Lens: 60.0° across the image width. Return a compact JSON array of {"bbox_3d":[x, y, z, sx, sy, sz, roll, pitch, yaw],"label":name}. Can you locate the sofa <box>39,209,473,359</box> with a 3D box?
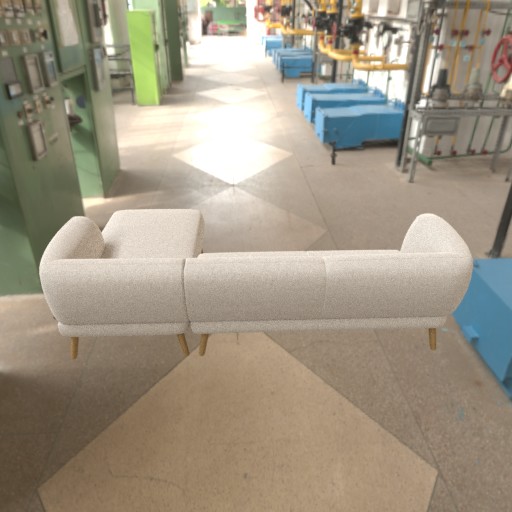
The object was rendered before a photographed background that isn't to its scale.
[{"bbox_3d":[0.000,0.000,3.340,2.660,0.730,1.610,-1,29,-2],"label":"sofa"}]
